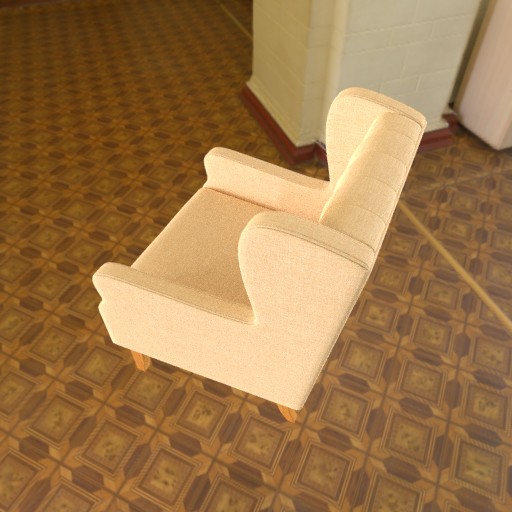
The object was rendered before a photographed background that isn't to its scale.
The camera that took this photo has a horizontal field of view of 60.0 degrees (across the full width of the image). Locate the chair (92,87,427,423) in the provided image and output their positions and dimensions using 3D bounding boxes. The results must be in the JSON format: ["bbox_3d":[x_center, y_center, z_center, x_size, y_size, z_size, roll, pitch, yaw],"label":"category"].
[{"bbox_3d":[0.000,0.000,1.438,0.760,0.930,0.710,18,49,17],"label":"chair"}]
